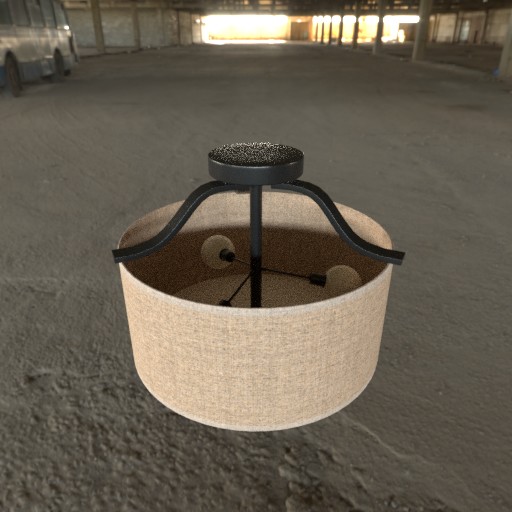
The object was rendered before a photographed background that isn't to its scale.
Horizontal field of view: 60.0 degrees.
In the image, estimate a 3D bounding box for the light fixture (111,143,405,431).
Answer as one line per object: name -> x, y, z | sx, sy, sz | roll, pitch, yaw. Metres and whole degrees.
light fixture -> 0.000, 0.000, 0.654 | 0.390, 0.306, 0.390 | 0, 27, 0
